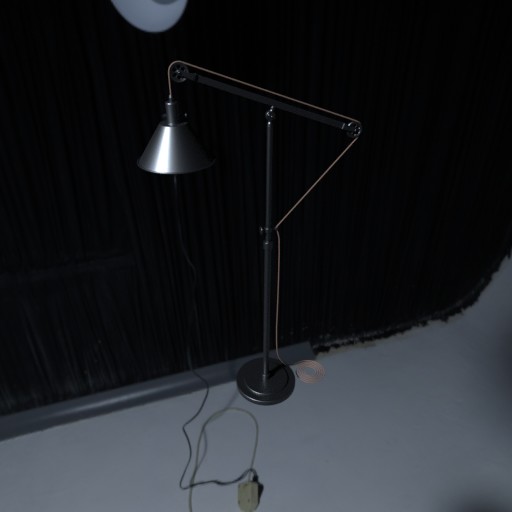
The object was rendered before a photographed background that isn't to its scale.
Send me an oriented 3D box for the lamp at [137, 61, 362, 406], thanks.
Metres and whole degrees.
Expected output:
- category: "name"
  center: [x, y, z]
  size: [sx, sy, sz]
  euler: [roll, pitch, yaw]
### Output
- category: "lamp"
  center: [0.000, 0.000, 1.975]
  size: [0.904, 1.626, 0.319]
  euler: [-9, 32, -14]
